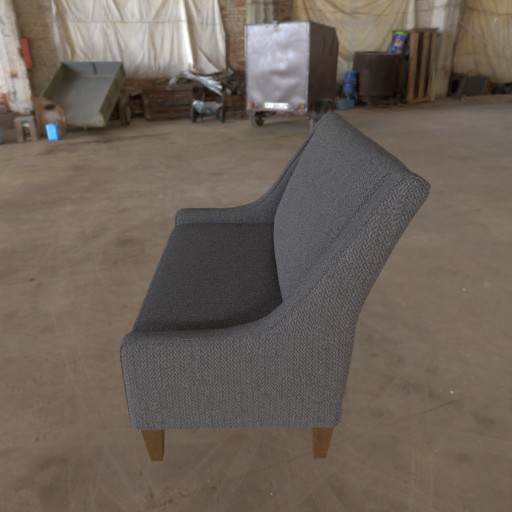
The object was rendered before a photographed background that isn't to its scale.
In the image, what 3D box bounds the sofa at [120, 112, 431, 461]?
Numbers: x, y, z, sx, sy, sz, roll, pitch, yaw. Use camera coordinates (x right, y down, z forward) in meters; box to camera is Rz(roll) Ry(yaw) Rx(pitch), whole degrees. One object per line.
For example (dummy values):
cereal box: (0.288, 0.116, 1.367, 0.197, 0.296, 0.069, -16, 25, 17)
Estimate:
sofa: (0.000, 0.000, 1.858, 0.873, 1.022, 1.242, 0, 25, -1)
